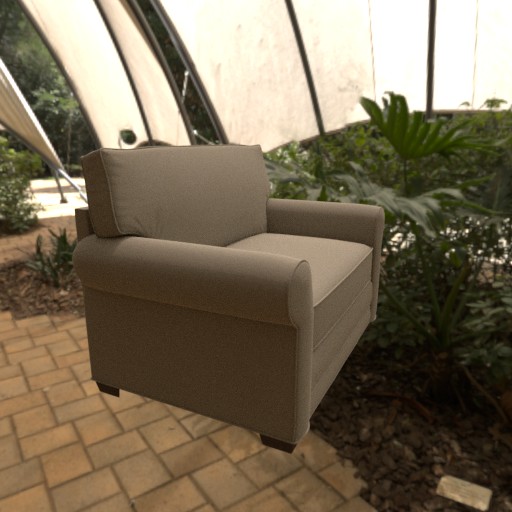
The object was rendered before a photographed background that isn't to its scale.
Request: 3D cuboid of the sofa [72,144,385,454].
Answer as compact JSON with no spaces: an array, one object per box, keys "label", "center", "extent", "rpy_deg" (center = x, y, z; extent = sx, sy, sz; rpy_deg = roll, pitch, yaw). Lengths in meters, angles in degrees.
[{"label":"sofa","center":[0.000,0.000,2.078],"extent":[0.937,1.006,1.405],"rpy_deg":[7,16,25]}]
